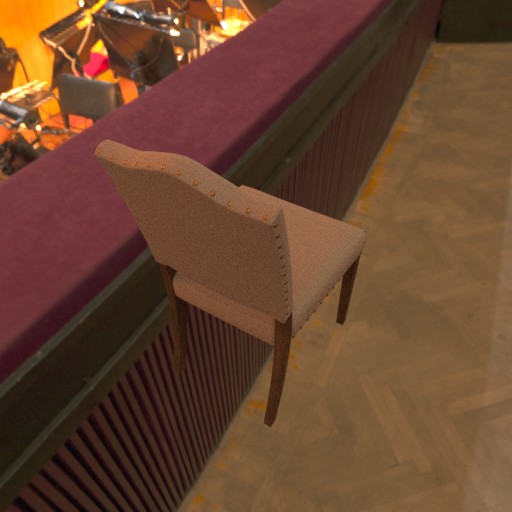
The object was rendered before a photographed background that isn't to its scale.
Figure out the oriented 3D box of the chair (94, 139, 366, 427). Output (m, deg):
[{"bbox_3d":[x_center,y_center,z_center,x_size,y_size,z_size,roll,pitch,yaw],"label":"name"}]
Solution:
[{"bbox_3d":[0.000,0.000,1.362,0.508,1.020,0.620,24,50,21],"label":"chair"}]
